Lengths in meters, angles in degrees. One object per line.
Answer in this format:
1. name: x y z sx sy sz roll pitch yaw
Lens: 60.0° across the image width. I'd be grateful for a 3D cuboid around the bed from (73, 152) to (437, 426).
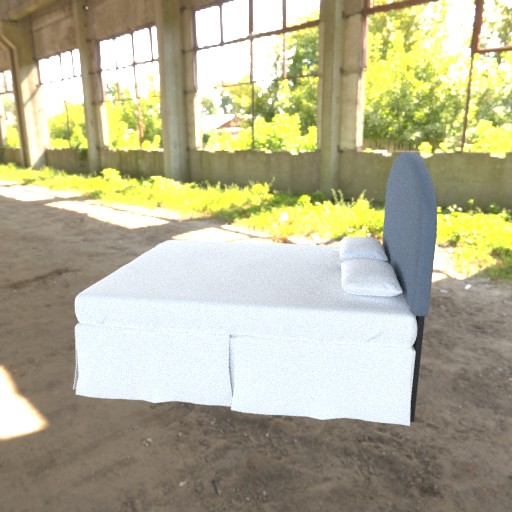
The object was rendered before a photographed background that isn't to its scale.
1. bed: 0.000 0.000 3.072 2.005 1.410 1.607 2 15 9
